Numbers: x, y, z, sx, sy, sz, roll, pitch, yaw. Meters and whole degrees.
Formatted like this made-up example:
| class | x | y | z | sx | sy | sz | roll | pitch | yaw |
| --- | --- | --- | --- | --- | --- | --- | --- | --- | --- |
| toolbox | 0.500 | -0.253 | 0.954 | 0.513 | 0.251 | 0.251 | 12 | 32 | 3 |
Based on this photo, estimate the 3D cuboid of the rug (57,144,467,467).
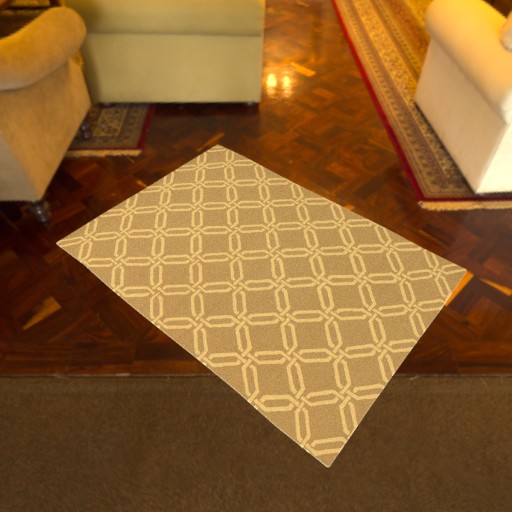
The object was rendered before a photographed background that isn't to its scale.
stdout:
| class | x | y | z | sx | sy | sz | roll | pitch | yaw |
| --- | --- | --- | --- | --- | --- | --- | --- | --- | --- |
| rug | 0.000 | 0.000 | 2.798 | 2.135 | 0.013 | 1.524 | 32 | 55 | 26 |
